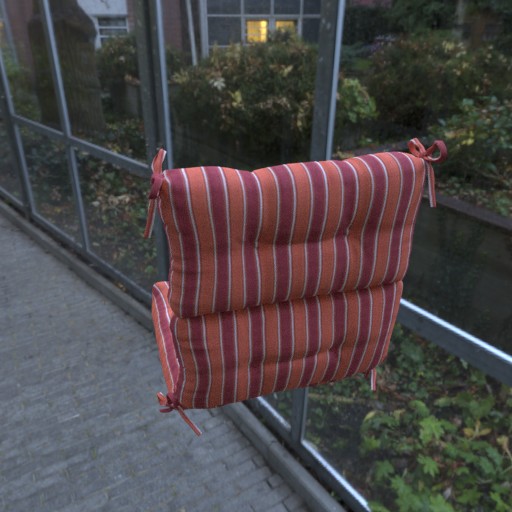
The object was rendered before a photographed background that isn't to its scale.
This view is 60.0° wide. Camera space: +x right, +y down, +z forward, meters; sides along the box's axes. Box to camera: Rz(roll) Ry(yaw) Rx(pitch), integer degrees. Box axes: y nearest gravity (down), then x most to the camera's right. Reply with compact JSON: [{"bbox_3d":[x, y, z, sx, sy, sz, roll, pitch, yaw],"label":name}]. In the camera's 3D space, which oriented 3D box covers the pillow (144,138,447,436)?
[{"bbox_3d":[0.000,0.000,1.014,0.519,0.605,0.571,-8,28,-15],"label":"pillow"}]
